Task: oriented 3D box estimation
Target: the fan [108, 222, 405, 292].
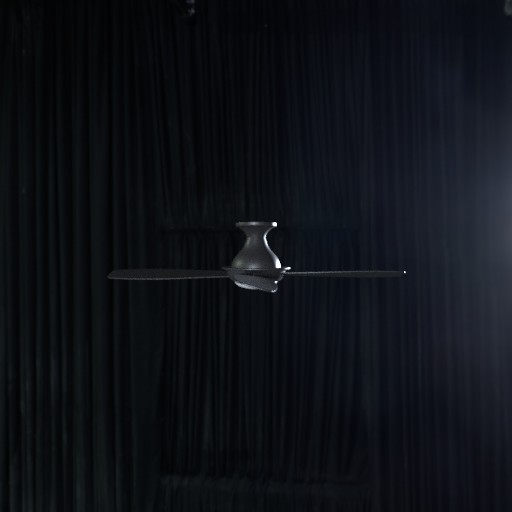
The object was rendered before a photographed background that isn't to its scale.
[{"bbox_3d":[0.000,0.000,2.563,1.694,0.382,1.694,0,1,0],"label":"fan"}]
